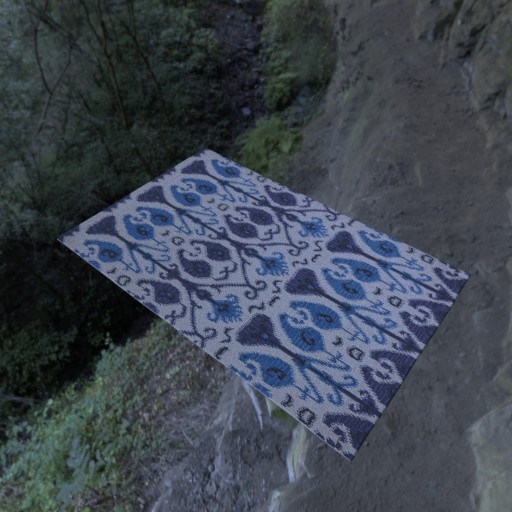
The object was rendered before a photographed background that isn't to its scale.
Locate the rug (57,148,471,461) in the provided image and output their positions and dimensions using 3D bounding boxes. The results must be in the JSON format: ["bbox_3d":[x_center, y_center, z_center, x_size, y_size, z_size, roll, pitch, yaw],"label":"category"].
[{"bbox_3d":[0.000,0.000,2.129,1.698,0.013,1.072,30,53,26],"label":"rug"}]
